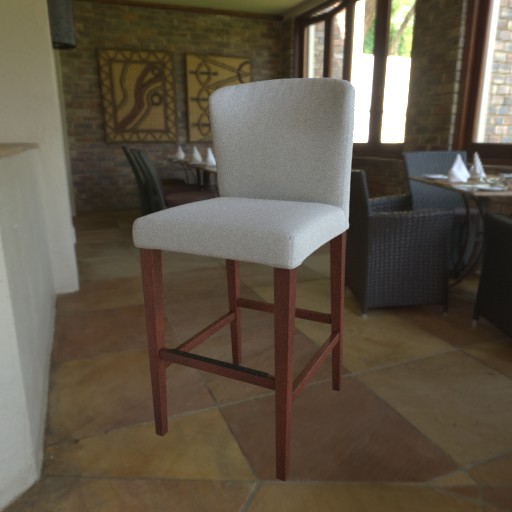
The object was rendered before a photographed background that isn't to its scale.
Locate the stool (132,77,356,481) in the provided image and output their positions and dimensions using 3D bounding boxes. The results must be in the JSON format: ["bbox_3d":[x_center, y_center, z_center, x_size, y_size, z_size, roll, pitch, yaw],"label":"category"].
[{"bbox_3d":[0.000,0.000,1.354,0.479,1.069,0.568,8,17,26],"label":"stool"}]
